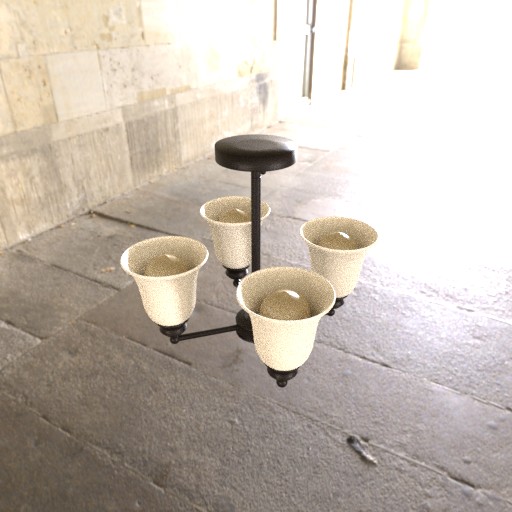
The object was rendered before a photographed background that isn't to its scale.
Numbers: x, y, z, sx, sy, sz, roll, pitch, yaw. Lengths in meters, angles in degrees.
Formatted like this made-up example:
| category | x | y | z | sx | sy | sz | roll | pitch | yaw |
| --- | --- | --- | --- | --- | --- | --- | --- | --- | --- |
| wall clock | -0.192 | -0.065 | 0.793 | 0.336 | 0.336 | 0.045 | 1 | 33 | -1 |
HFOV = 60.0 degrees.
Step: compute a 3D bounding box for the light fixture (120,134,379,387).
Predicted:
| category | x | y | z | sx | sy | sz | roll | pitch | yaw |
| --- | --- | --- | --- | --- | --- | --- | --- | --- | --- |
| light fixture | 0.000 | 0.000 | 1.832 | 1.069 | 0.925 | 1.069 | -8 | 30 | -14 |
